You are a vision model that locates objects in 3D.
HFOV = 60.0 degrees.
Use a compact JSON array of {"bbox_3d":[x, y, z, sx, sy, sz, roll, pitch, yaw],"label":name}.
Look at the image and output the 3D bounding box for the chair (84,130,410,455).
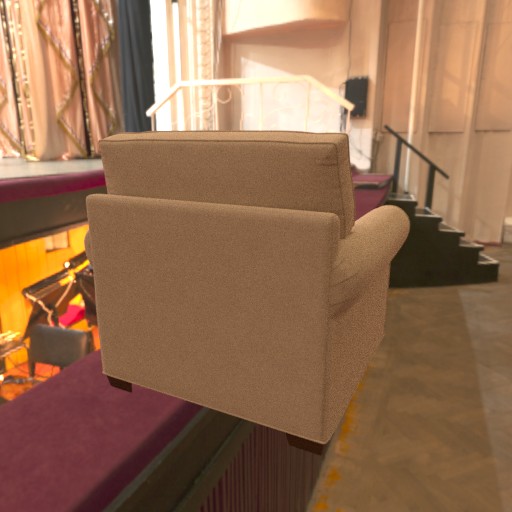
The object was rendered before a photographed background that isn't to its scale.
[{"bbox_3d":[0.000,0.000,1.753,1.040,0.955,0.863,8,17,26],"label":"chair"}]
